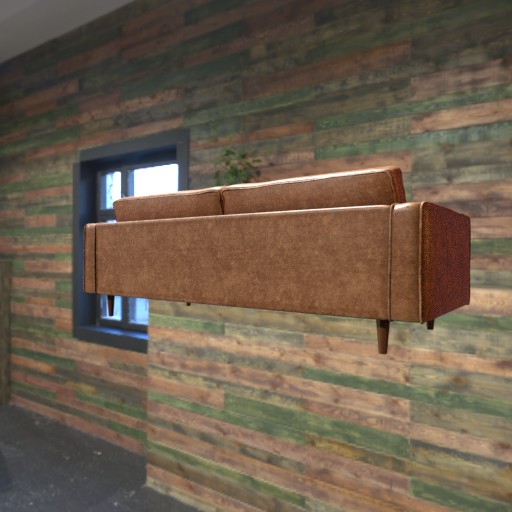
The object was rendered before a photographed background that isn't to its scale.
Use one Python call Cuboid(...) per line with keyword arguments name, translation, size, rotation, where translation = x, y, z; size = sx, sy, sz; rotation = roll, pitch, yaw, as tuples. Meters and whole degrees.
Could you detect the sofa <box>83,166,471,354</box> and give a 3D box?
Cuboid(name="sofa", translation=(0.000, 0.000, 2.606), size=(2.199, 0.779, 0.886), rotation=(0, 0, 36))
